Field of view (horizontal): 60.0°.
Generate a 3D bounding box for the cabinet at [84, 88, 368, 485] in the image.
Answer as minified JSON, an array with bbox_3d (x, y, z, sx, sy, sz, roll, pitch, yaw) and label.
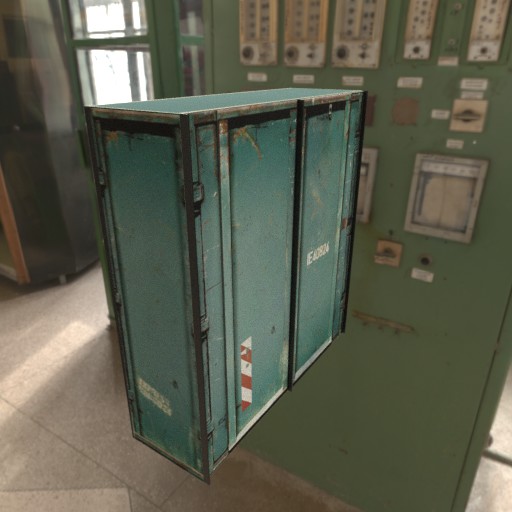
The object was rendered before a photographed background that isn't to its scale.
[{"bbox_3d":[0.000,0.000,3.186,0.680,2.160,2.000,15,28,31],"label":"cabinet"}]
